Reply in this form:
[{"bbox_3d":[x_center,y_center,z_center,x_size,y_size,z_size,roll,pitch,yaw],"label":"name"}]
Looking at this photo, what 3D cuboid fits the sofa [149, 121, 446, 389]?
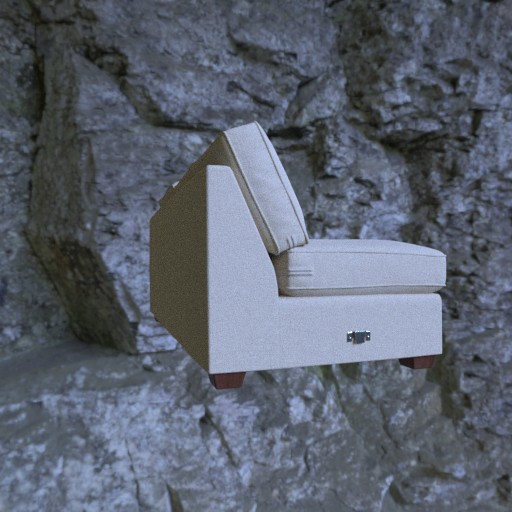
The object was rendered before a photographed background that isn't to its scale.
[{"bbox_3d":[0.000,0.000,2.567,1.034,0.946,1.963,0,0,-19],"label":"sofa"}]
